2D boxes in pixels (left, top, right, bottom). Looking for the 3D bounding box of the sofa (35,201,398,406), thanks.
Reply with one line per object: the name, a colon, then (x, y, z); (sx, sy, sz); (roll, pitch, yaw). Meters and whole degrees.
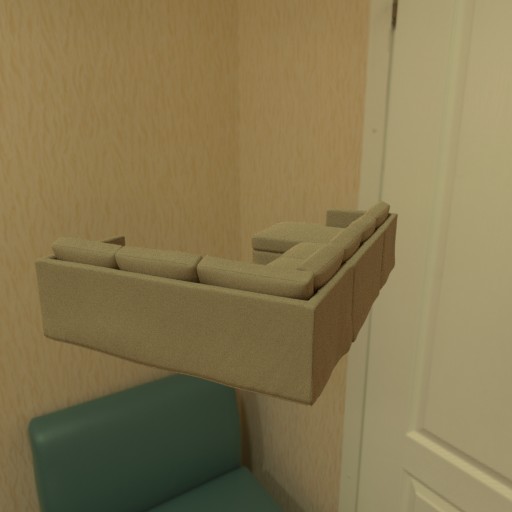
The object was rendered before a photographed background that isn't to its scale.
sofa: (0.000, 0.000, 4.722); (2.476, 0.878, 3.528); (7, 17, 24)
